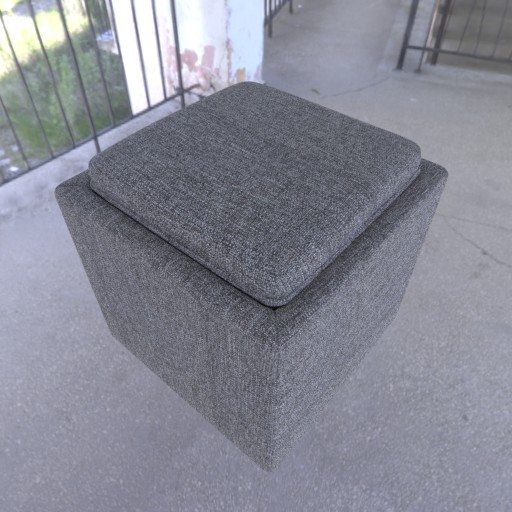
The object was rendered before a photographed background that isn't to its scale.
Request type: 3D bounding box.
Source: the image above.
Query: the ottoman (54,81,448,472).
[{"bbox_3d":[0.000,0.000,0.814,0.450,0.460,0.450,31,53,27],"label":"ottoman"}]
